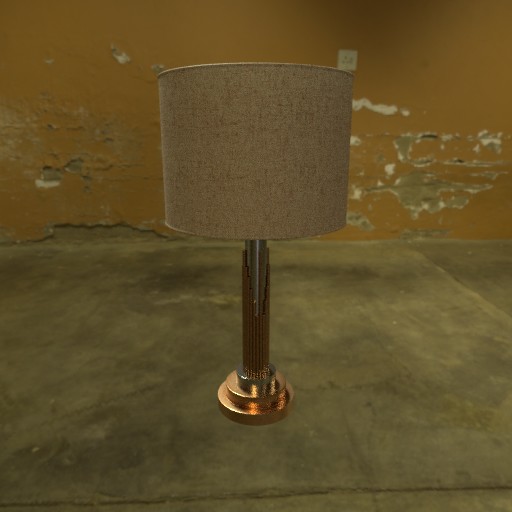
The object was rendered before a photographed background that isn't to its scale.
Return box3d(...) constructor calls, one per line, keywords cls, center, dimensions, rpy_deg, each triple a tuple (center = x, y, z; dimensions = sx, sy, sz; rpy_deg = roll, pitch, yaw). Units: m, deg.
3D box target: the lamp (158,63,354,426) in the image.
box3d(cls="lamp", center=(0.000, 0.000, 0.816), dimensions=(0.321, 0.610, 0.321), rpy_deg=(14, 20, 42))
